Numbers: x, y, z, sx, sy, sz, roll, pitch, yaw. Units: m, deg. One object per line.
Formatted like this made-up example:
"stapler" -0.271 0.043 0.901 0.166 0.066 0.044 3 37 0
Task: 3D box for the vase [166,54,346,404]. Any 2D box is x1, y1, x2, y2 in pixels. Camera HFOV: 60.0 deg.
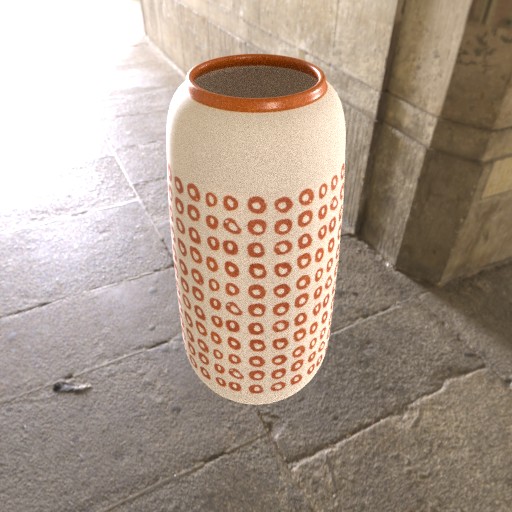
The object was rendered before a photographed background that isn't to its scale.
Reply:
"vase" 0.000 0.000 0.352 0.133 0.282 0.133 0 40 0
